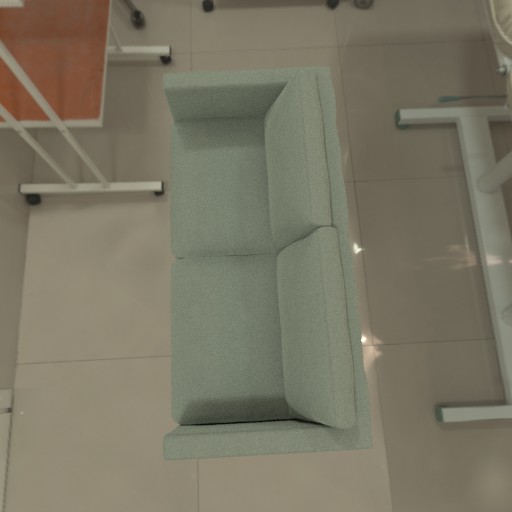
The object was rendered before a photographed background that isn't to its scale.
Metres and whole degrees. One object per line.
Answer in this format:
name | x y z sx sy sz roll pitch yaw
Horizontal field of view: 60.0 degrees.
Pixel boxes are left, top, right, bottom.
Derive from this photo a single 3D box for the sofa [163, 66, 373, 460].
sofa | 0.000 0.000 2.456 0.940 0.870 1.987 -3 75 -1
